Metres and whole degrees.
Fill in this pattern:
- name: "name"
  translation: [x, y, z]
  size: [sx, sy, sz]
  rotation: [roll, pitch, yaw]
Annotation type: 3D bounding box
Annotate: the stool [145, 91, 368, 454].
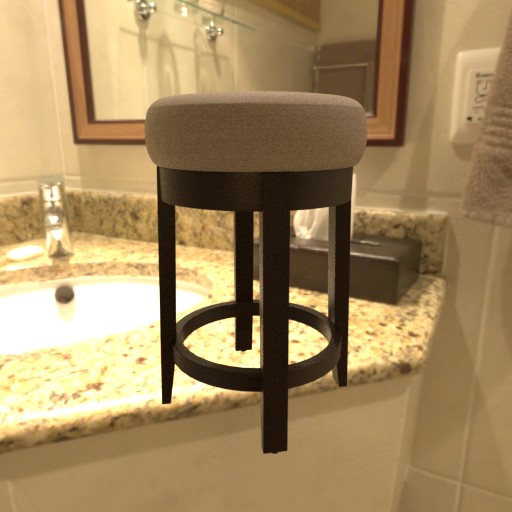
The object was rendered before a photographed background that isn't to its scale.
- name: "stool"
  translation: [0.000, 0.000, 0.974]
  size: [0.443, 0.672, 0.443]
  rotation: [0, 16, 0]
